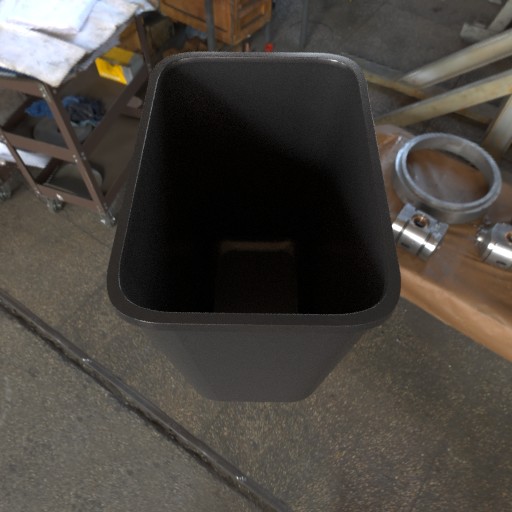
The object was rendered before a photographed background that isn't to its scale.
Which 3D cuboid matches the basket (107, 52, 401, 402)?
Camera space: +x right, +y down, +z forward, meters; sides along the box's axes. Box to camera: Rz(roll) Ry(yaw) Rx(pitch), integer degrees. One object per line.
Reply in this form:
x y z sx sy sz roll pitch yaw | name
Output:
0.000 0.000 0.503 0.211 0.307 0.300 1 58 0 | basket
